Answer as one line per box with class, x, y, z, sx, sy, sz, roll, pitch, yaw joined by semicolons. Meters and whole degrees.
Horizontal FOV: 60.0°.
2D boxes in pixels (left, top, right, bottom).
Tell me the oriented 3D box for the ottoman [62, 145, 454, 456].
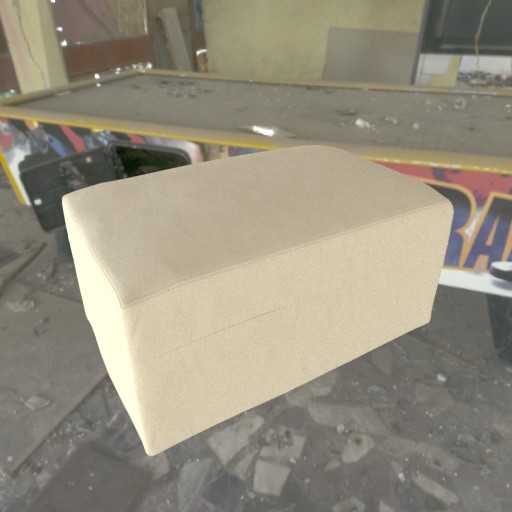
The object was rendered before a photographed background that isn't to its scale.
ottoman;0.000;0.000;1.201;0.872;0.444;0.590;-17;34;-27
